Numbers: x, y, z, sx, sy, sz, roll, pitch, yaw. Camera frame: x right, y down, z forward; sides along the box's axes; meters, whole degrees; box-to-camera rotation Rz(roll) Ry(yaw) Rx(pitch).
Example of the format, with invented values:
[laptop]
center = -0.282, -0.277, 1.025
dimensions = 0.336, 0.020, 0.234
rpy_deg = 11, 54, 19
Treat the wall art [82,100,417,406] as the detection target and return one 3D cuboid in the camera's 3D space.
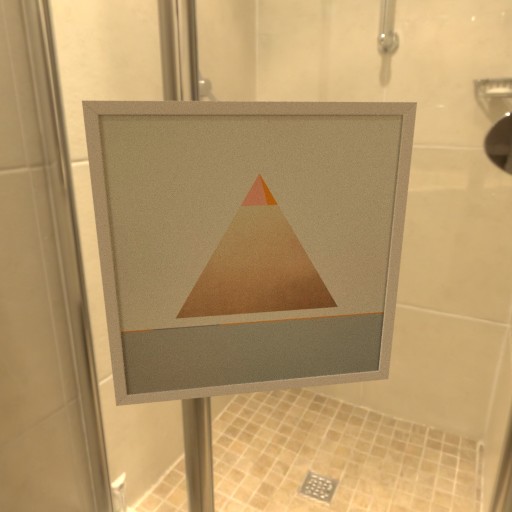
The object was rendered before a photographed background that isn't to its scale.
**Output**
[wall art]
center = 0.000, 0.000, 0.463
dimensions = 0.305, 0.304, 0.038
rpy_deg = -3, 18, -9
